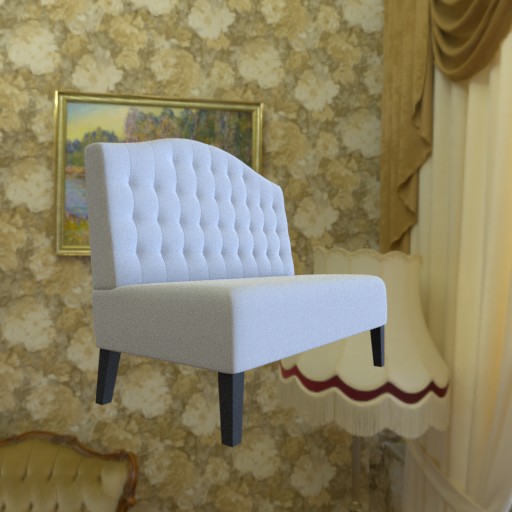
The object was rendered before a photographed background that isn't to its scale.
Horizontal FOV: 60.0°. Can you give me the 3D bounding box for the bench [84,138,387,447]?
[{"bbox_3d":[0.000,0.000,2.105,0.815,1.180,1.335,0,-1,36],"label":"bench"}]
